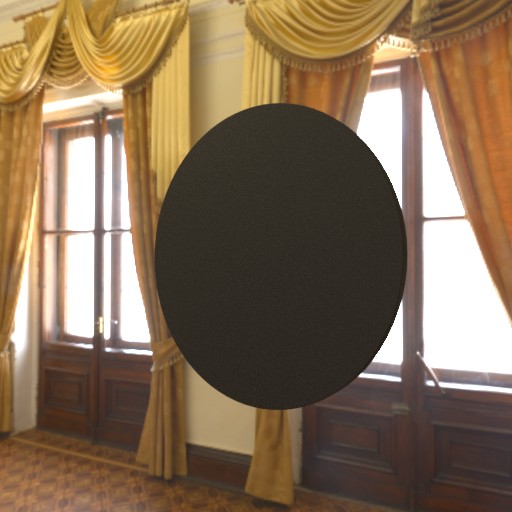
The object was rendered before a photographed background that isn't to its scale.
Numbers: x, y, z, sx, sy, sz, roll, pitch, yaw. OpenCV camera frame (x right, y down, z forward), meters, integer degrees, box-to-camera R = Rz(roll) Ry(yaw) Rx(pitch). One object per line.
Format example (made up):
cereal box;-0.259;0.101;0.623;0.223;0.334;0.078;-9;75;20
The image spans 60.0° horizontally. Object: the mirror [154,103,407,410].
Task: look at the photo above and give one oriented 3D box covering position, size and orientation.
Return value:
mirror;0.000;0.000;1.598;1.077;1.077;0.036;-1;-1;37
